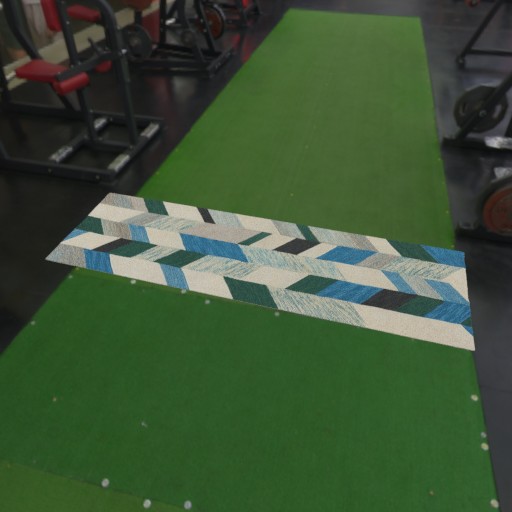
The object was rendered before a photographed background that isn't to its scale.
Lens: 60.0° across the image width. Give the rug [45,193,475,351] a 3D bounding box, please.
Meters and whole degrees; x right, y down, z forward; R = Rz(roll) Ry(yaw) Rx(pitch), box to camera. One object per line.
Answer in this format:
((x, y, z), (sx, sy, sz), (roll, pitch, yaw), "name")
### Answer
((0.000, 0.000, 2.690), (2.437, 0.008, 0.774), (11, 42, 12), "rug")
